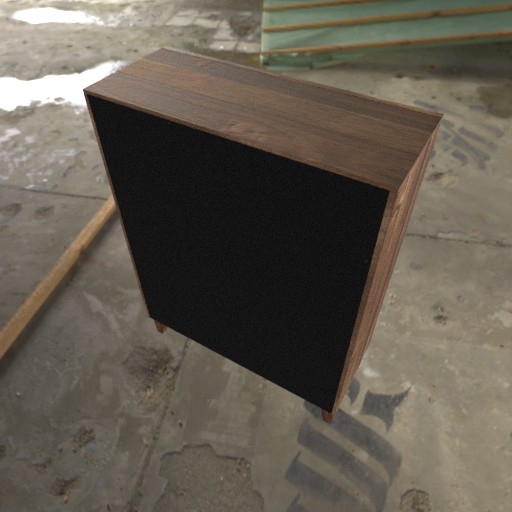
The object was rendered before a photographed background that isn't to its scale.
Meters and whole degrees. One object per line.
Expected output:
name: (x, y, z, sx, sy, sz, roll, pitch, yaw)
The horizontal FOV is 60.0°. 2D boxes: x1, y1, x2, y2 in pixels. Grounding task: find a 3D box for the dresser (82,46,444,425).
dresser: (0.000, 0.000, 1.888, 1.062, 1.393, 0.442, 23, 50, 21)
